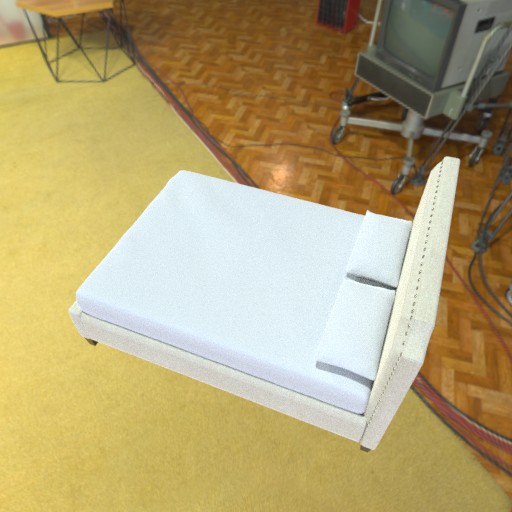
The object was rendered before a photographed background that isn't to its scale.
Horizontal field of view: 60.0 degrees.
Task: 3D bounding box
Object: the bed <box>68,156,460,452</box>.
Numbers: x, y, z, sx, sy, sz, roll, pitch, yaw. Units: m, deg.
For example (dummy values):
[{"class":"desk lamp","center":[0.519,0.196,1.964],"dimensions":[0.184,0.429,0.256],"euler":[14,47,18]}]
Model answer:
[{"class":"bed","center":[0.000,0.000,3.352],"dimensions":[2.381,1.457,1.713],"euler":[17,50,15]}]
